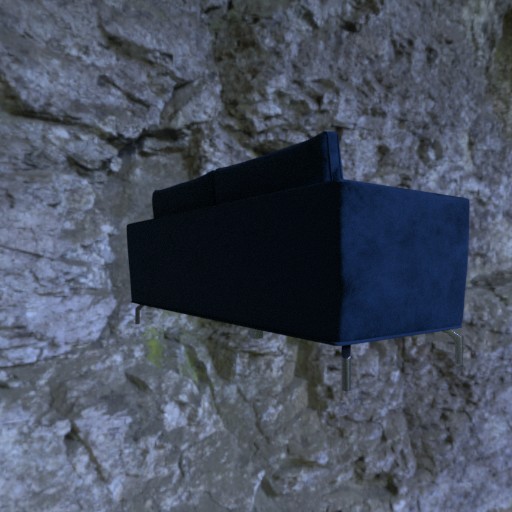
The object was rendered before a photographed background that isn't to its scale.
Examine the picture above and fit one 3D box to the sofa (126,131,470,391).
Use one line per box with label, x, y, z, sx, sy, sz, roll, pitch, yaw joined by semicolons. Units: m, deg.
sofa;0.000;0.000;2.665;0.853;0.998;2.212;1;-1;-35
